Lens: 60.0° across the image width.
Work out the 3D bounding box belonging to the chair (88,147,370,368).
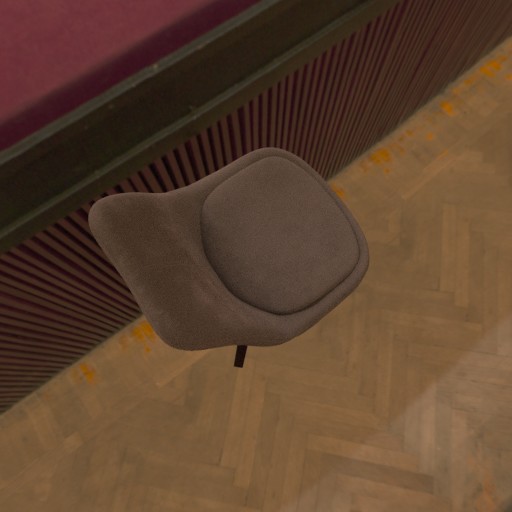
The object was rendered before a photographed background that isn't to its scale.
[{"bbox_3d":[0.000,0.000,1.186,0.550,0.850,0.476,-34,77,-9],"label":"chair"}]
